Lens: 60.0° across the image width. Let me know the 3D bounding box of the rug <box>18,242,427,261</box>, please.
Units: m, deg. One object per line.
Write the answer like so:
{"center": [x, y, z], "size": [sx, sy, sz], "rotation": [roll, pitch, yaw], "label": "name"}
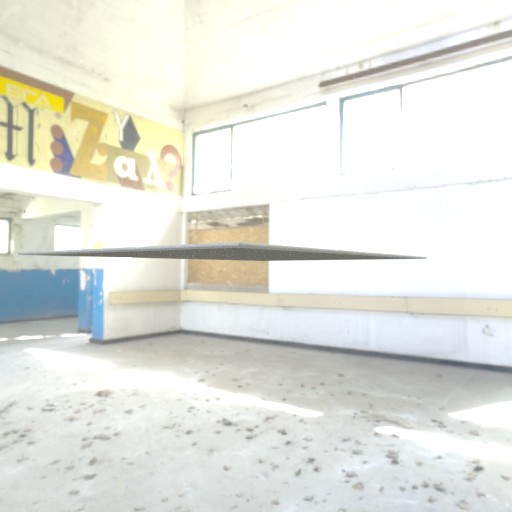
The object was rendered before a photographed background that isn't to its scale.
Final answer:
{"center": [0.000, 0.000, 2.288], "size": [1.219, 0.013, 1.829], "rotation": [-1, -2, 36], "label": "rug"}
